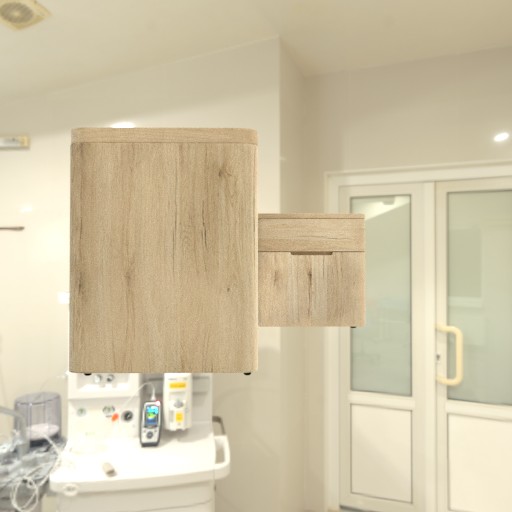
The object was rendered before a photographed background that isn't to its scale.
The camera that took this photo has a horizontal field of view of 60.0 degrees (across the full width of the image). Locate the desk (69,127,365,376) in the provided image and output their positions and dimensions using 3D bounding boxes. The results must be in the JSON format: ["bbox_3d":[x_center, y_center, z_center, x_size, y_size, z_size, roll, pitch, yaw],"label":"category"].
[{"bbox_3d":[0.000,0.000,2.056,1.175,0.770,1.400,0,-1,-1],"label":"desk"}]
